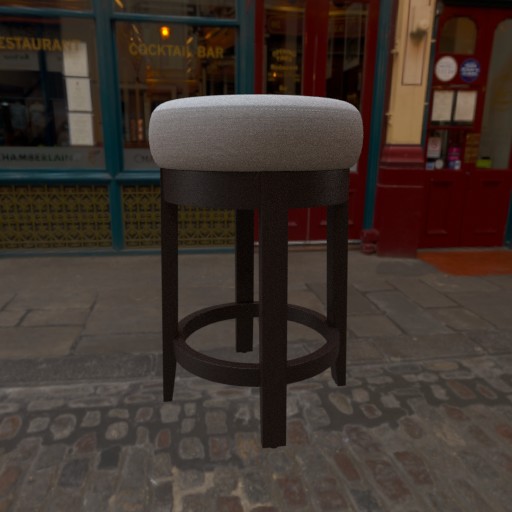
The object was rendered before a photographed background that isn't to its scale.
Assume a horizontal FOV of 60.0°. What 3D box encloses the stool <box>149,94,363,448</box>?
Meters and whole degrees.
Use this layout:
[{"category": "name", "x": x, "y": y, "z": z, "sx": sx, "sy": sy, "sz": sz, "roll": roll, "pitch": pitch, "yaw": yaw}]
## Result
[{"category": "stool", "x": 0.000, "y": 0.000, "z": 1.001, "sx": 0.443, "sy": 0.672, "sz": 0.443, "roll": 0, "pitch": 14, "yaw": 0}]
